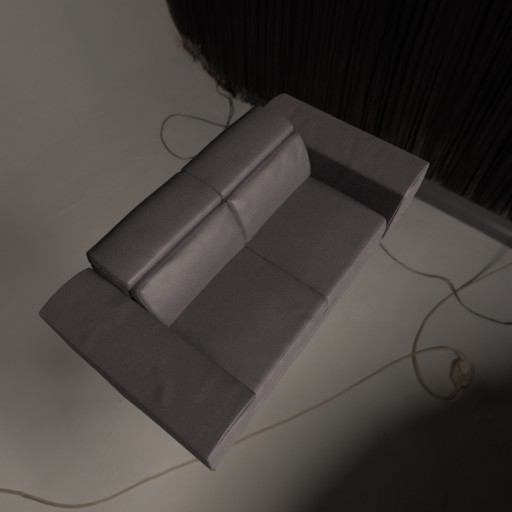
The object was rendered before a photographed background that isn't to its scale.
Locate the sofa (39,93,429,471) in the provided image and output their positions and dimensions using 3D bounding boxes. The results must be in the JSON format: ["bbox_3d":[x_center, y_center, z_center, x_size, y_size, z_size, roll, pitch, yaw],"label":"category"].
[{"bbox_3d":[0.000,0.000,2.368,1.003,0.779,1.895,33,63,19],"label":"sofa"}]
